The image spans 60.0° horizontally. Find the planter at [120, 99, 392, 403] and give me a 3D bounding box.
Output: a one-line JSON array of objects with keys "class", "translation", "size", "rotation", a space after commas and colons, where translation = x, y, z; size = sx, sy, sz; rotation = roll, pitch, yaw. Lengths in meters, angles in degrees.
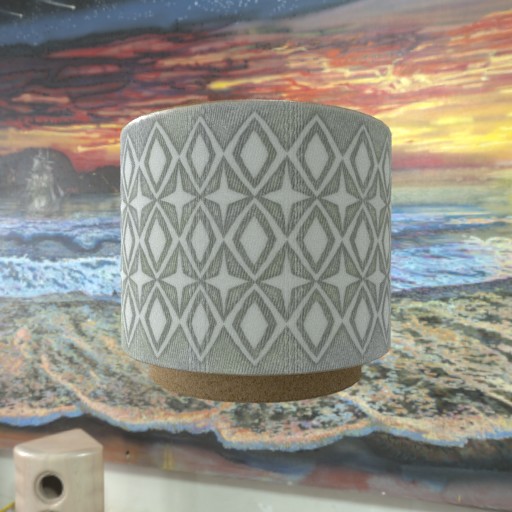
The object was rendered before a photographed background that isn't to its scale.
[{"class": "planter", "translation": [0.000, 0.000, 0.437], "size": [0.255, 0.223, 0.255], "rotation": [0, 1, 0]}]
